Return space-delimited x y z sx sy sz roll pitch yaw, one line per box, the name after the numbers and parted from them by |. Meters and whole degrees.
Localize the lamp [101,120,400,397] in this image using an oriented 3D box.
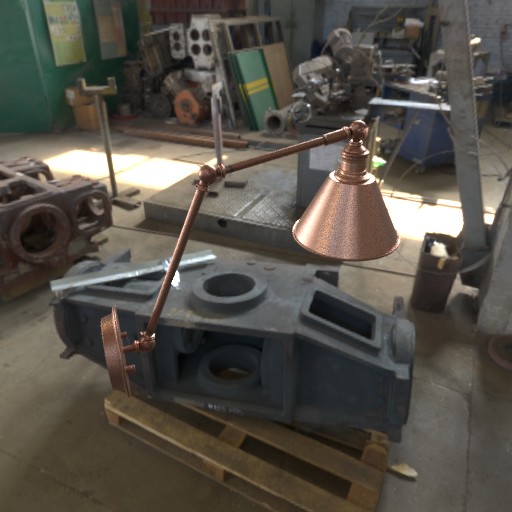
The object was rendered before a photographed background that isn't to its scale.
0.000 0.000 0.886 0.624 0.502 0.223 -10 32 -17 | lamp
